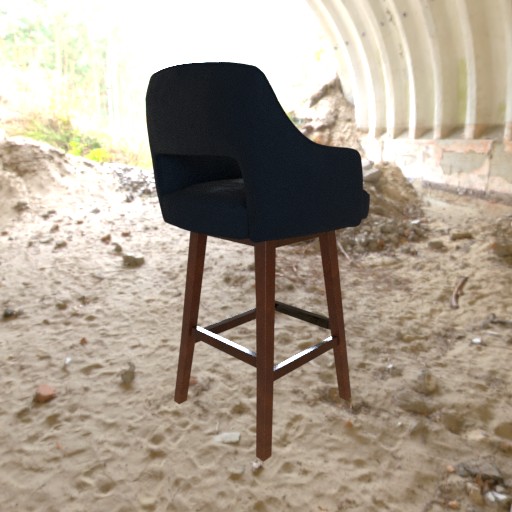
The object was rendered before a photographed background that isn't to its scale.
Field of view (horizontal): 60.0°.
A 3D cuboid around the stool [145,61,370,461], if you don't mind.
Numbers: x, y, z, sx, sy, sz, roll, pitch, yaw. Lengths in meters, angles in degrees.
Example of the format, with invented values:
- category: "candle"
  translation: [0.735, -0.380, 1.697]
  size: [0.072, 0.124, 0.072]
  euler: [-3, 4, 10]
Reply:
- category: "stool"
  translation: [0.000, 0.000, 1.369]
  size: [0.550, 1.041, 0.560]
  euler: [14, 20, 43]
